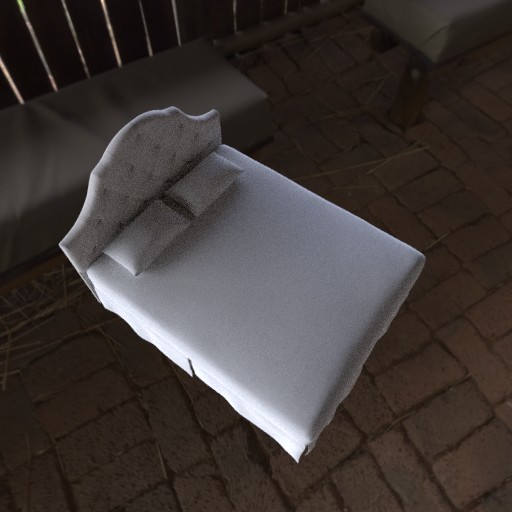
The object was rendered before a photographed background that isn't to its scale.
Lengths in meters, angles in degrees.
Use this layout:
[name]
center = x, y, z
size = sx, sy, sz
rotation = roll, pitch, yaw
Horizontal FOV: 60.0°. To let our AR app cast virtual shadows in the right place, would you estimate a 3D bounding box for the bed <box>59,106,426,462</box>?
[bed]
center = 0.000, 0.000, 3.779
size = 2.477, 1.617, 2.039
rotation = 32, 64, 18
